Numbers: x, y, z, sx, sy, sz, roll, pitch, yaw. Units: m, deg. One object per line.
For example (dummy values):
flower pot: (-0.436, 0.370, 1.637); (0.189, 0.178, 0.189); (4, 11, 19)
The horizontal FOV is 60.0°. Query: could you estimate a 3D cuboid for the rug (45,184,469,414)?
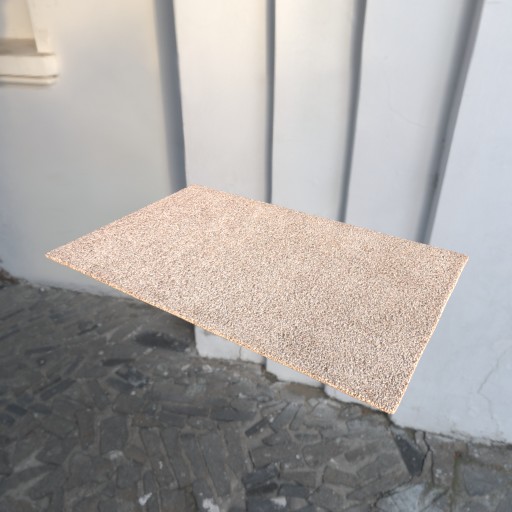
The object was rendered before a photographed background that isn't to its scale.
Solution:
rug: (0.000, 0.000, 3.405); (2.743, 0.030, 1.778); (18, 35, 28)
